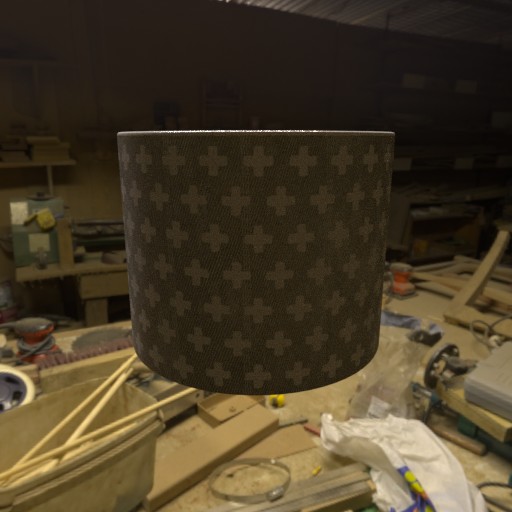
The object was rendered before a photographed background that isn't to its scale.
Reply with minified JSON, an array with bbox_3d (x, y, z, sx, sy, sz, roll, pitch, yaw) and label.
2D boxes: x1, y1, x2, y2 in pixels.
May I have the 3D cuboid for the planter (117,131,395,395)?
[{"bbox_3d":[0.000,0.000,0.339,0.190,0.181,0.190,0,15,0],"label":"planter"}]
